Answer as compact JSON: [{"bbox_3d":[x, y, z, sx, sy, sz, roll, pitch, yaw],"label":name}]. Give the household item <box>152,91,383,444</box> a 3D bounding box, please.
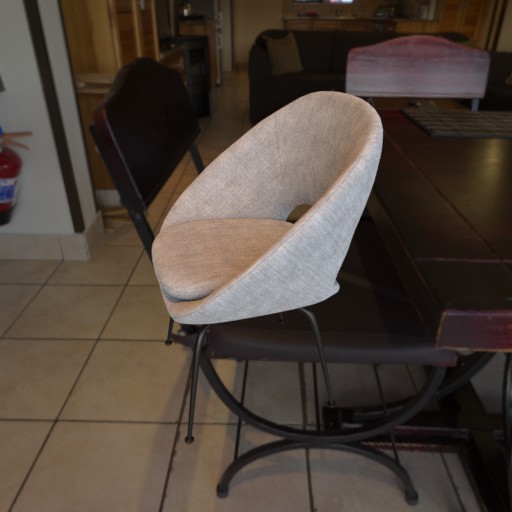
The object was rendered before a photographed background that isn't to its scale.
[{"bbox_3d":[0.000,0.000,1.299,0.587,0.869,0.643,-9,30,-15],"label":"household item"}]
